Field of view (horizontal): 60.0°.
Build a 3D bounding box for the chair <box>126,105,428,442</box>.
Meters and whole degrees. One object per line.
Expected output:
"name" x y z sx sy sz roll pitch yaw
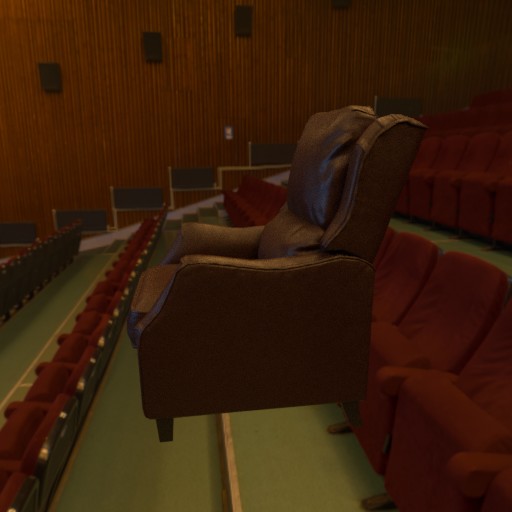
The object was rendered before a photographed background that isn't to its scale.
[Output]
"chair" 0.000 0.000 1.775 0.982 1.132 0.770 -2 14 -9
